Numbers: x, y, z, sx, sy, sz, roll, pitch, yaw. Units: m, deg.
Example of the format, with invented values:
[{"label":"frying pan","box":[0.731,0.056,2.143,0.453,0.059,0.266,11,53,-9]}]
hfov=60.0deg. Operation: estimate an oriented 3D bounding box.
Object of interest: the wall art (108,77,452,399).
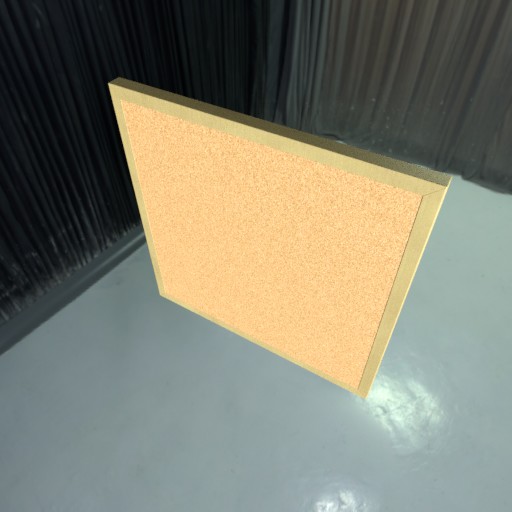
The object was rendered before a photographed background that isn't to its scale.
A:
[{"label":"wall art","box":[0.000,0.000,1.158,0.763,0.763,0.037,23,50,21]}]
